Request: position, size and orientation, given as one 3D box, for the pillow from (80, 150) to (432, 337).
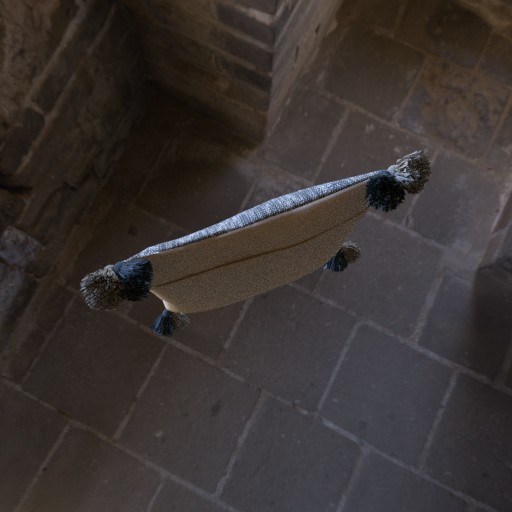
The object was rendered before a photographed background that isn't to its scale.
[{"bbox_3d":[0.000,0.000,0.944,0.614,0.634,0.138,-20,77,-5],"label":"pillow"}]
